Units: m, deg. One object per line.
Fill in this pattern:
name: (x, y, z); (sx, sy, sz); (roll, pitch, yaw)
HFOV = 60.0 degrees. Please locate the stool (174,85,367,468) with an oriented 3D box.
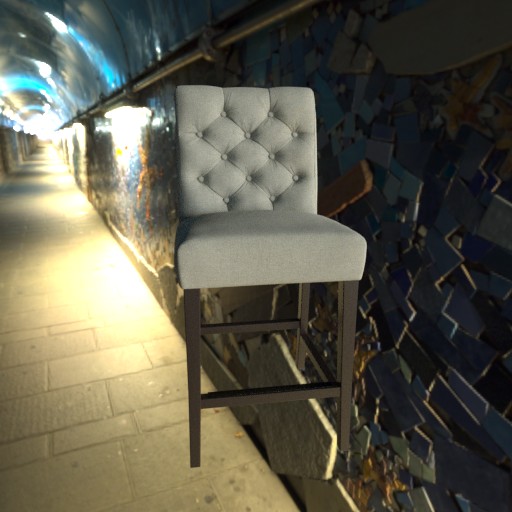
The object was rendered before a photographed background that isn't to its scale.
stool: (0.000, 0.000, 1.384); (0.493, 1.040, 0.601); (-2, 16, -9)
